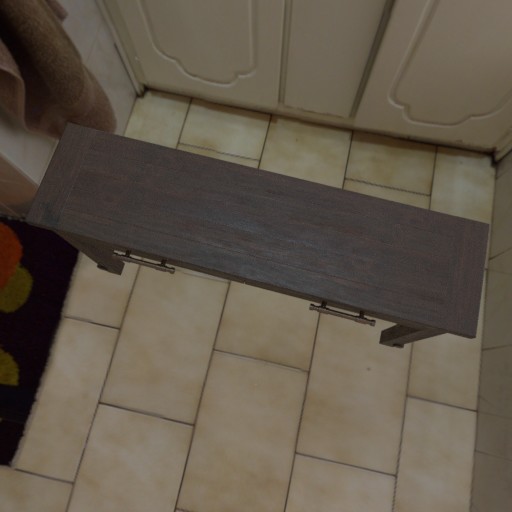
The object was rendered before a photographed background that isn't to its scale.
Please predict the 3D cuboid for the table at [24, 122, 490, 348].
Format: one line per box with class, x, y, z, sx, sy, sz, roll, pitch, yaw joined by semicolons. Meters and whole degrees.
table;0.000;0.000;1.927;1.599;0.762;0.442;14;74;4
